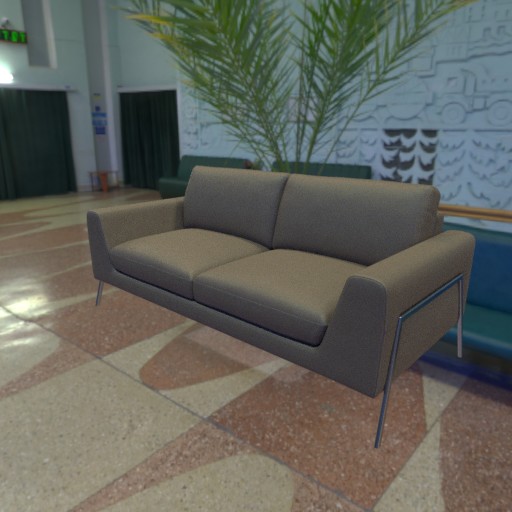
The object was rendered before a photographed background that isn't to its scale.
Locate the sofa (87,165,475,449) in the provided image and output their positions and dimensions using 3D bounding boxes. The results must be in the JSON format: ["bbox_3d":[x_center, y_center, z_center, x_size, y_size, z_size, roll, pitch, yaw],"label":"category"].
[{"bbox_3d":[0.000,0.000,2.467,2.017,0.875,0.953,14,21,40],"label":"sofa"}]
